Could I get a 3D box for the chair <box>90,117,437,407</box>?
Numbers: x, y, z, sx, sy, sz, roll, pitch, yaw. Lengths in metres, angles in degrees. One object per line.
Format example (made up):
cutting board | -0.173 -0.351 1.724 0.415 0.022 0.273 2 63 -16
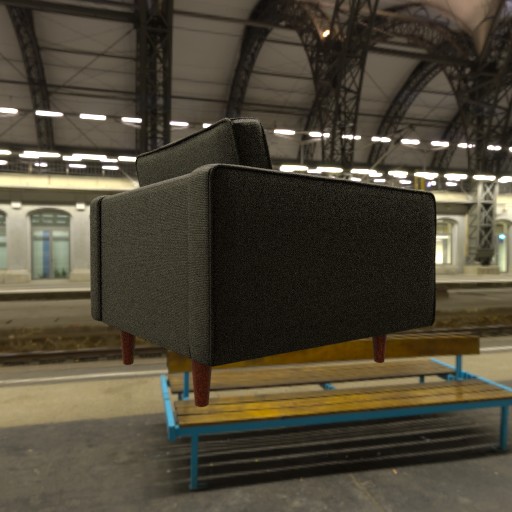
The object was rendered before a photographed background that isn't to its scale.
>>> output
chair | 0.000 0.000 1.589 0.919 0.770 0.899 -1 1 -37
